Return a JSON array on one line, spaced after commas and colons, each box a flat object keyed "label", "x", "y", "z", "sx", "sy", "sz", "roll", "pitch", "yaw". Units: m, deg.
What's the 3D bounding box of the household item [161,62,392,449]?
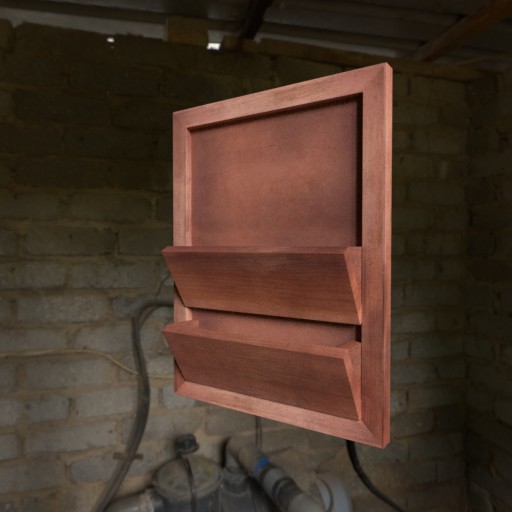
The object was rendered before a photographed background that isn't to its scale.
[{"label": "household item", "x": 0.000, "y": 0.000, "z": 0.541, "sx": 0.310, "sy": 0.407, "sz": 0.067, "roll": 1, "pitch": 2, "yaw": 34}]
